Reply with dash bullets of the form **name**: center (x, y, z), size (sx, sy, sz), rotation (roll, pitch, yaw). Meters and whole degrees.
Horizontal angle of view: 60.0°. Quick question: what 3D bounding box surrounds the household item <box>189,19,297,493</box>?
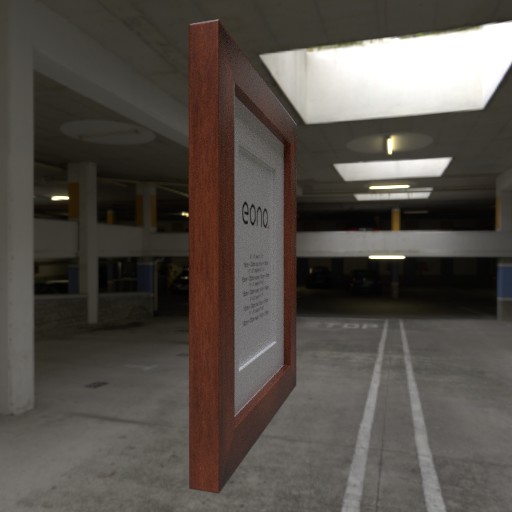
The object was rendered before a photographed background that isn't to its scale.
- **household item**: center (0.000, 0.000, 0.332), size (0.020, 0.250, 0.200), rotation (0, 1, 17)
